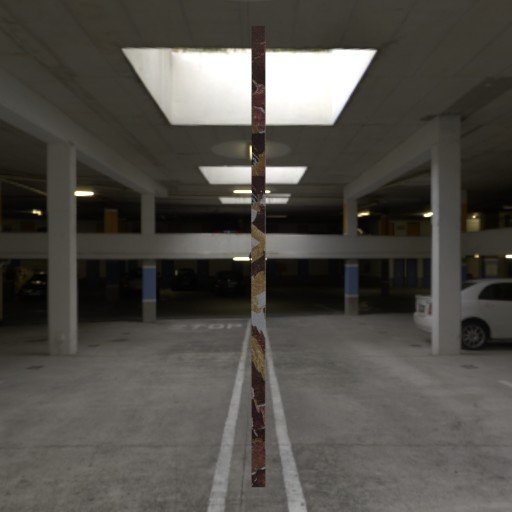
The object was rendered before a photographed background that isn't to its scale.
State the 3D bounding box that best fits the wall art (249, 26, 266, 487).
[{"bbox_3d":[0.000,0.000,1.109,0.028,0.762,0.757,0,0,0],"label":"wall art"}]
